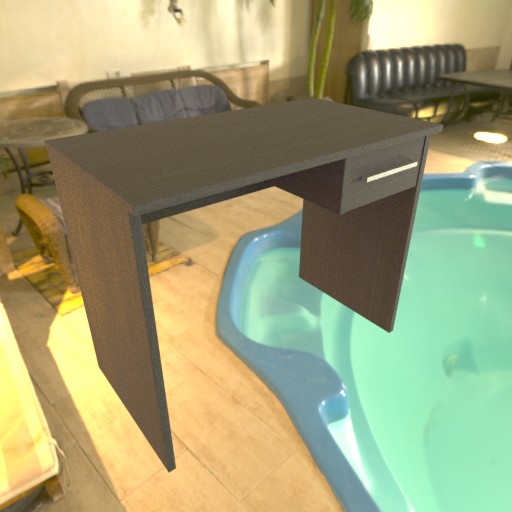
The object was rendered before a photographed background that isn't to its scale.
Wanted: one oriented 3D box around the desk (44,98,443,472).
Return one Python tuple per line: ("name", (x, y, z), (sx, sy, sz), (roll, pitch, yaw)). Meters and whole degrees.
("desk", (0.000, 0.000, 1.303), (0.893, 0.724, 0.498), (-21, 36, -32))
